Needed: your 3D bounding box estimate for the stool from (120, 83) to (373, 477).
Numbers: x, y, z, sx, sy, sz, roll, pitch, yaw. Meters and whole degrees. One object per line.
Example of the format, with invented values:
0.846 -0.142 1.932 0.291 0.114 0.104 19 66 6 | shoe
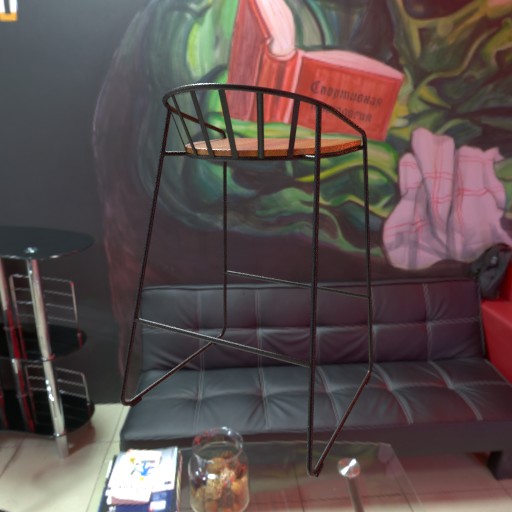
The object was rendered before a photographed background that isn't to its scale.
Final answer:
0.000 0.000 1.164 0.546 0.812 0.521 8 18 27 | stool
